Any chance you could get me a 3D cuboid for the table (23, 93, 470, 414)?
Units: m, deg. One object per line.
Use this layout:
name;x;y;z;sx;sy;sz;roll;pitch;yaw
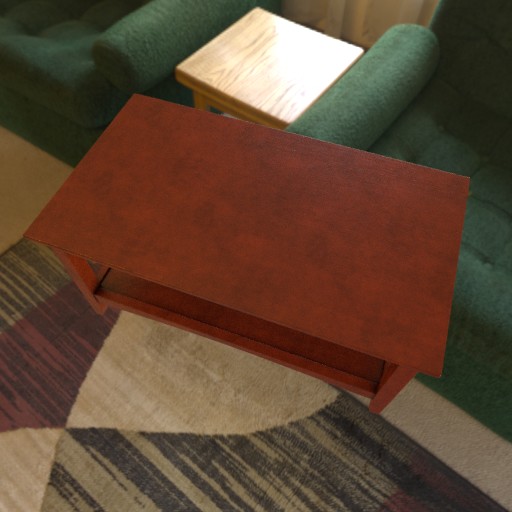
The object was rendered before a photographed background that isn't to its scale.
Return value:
table;0.000;0.000;1.249;0.943;0.456;0.533;17;59;11
